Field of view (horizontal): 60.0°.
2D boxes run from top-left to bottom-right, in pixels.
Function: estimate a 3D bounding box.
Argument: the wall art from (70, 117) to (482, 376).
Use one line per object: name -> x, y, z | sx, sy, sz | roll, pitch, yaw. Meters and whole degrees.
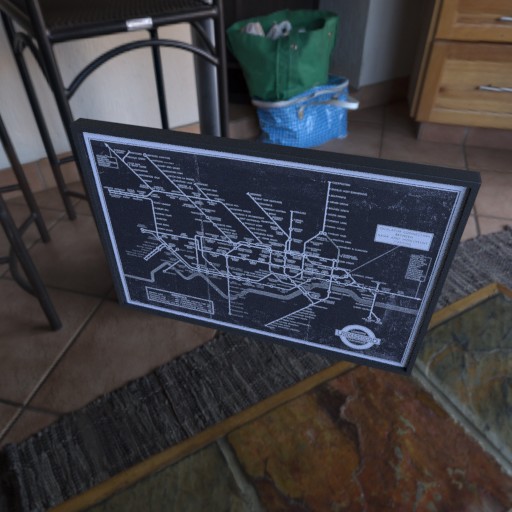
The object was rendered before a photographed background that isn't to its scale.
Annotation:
wall art -> 0.000, 0.000, 0.564 | 0.443, 0.301, 0.021 | 11, 41, 13
